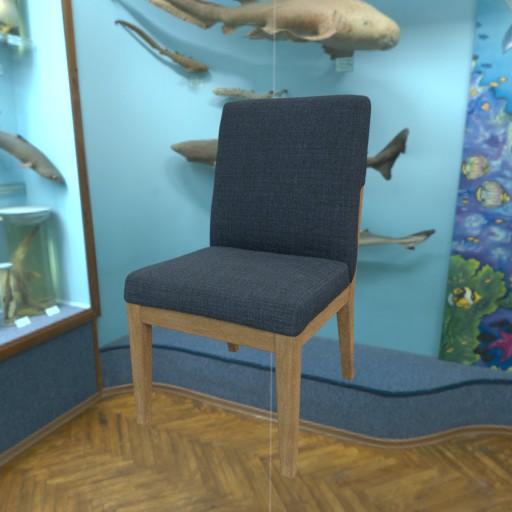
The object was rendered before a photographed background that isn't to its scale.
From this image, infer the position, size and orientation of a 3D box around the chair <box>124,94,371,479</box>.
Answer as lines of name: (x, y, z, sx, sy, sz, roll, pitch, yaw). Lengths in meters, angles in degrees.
chair: (0.000, 0.000, 1.276, 0.507, 0.911, 0.586, 7, 16, 26)
